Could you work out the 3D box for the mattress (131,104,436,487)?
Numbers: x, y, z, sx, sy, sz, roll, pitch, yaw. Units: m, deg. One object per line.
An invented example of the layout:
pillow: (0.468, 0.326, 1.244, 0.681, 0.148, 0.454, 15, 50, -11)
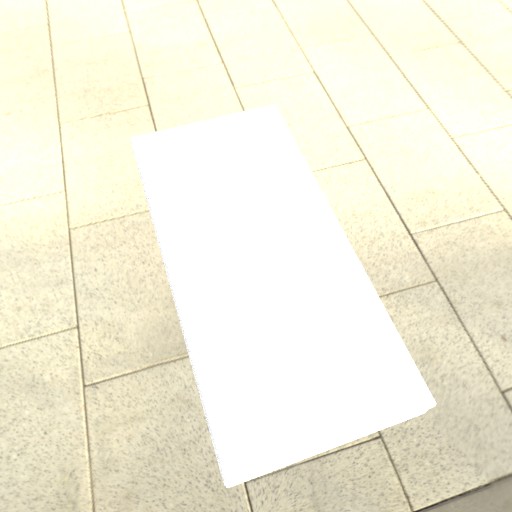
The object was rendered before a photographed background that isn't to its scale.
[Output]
mattress: (0.000, 0.000, 2.251, 0.900, 0.200, 1.900, -16, 60, -10)
